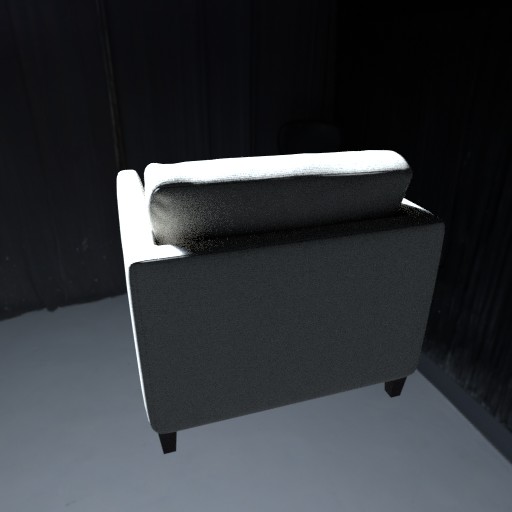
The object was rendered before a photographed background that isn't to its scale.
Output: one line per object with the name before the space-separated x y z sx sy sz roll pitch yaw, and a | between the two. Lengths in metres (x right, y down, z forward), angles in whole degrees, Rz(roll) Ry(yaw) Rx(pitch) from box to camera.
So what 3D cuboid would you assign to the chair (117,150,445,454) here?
chair | 0.000 0.000 1.759 0.996 0.919 0.959 -8 27 -16
